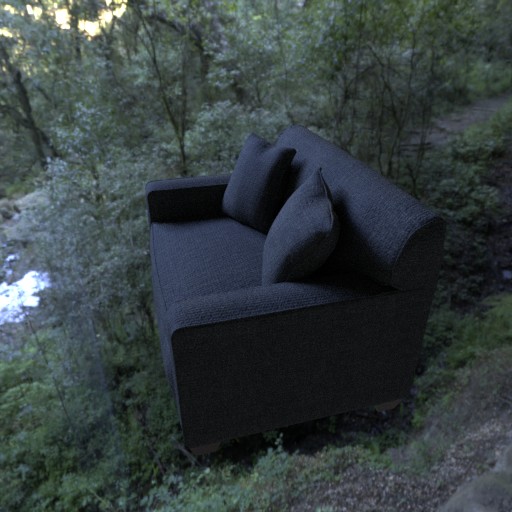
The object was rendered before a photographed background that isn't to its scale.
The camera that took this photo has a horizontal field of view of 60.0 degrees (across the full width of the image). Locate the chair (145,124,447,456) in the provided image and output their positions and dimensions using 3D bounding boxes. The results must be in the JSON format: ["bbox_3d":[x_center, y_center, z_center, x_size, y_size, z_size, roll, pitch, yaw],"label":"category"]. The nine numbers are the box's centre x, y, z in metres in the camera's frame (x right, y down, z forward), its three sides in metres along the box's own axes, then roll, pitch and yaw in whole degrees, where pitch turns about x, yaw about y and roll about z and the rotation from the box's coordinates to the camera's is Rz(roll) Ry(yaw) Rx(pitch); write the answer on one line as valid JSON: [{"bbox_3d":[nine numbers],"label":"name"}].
[{"bbox_3d":[0.000,0.000,2.129,1.000,0.948,1.383,-8,31,-13],"label":"chair"}]
